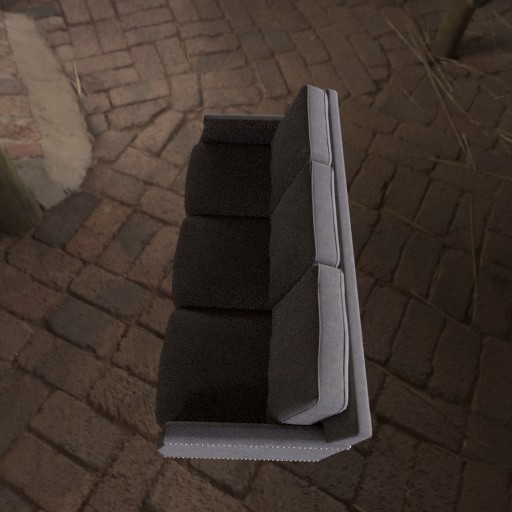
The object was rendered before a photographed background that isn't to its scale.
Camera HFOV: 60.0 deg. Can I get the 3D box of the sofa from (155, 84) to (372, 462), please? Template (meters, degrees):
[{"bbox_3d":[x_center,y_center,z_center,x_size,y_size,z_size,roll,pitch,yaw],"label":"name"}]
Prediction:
[{"bbox_3d":[0.000,0.000,2.740,1.034,1.042,2.226,1,58,1],"label":"sofa"}]
